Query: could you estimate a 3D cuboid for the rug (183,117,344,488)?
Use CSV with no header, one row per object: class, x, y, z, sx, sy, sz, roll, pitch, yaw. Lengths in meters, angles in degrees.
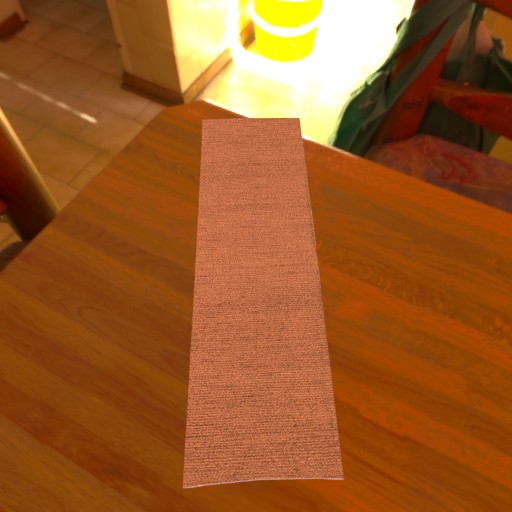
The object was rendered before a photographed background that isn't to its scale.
rug,0.000,0.000,2.512,0.692,0.032,2.320,-1,57,-1
